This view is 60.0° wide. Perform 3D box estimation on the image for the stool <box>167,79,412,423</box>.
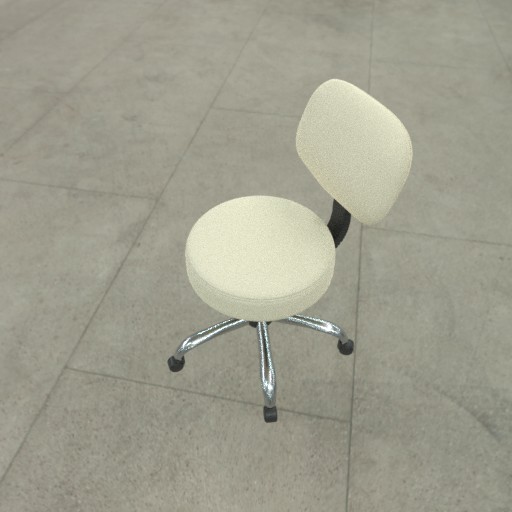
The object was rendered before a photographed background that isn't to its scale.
[{"bbox_3d":[0.000,0.000,1.240,0.616,0.810,0.609,-18,49,-16],"label":"stool"}]
